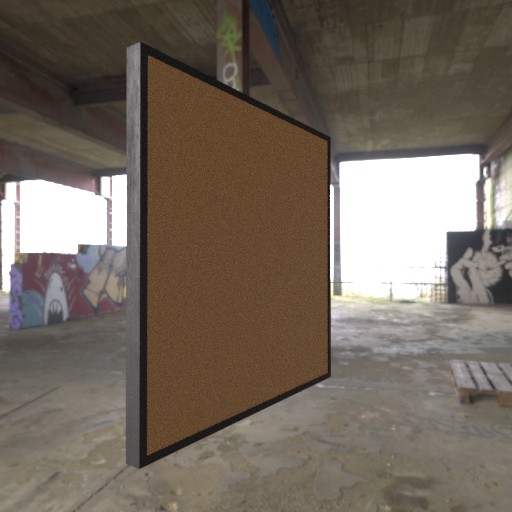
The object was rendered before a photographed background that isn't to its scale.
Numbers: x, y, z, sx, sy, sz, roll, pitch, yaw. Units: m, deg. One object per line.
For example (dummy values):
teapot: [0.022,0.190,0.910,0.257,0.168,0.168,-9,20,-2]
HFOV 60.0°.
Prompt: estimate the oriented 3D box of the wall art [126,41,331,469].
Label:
wall art: [0.000,0.000,1.110,0.039,0.763,0.763,0,-1,36]
